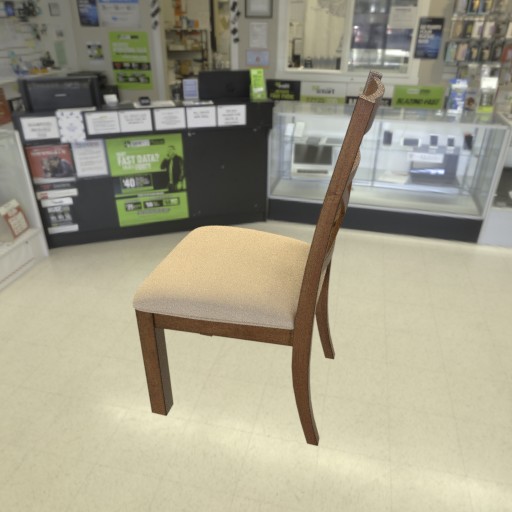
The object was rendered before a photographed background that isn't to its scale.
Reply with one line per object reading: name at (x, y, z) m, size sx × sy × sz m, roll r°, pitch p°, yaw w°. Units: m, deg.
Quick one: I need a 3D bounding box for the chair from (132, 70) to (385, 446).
chair at (0.000, 0.000, 1.253) m, size 0.581 × 0.949 × 0.461 m, roll 8°, pitch 30°, yaw 14°
